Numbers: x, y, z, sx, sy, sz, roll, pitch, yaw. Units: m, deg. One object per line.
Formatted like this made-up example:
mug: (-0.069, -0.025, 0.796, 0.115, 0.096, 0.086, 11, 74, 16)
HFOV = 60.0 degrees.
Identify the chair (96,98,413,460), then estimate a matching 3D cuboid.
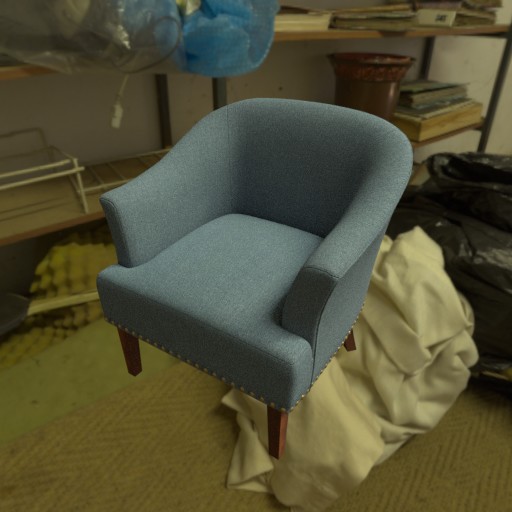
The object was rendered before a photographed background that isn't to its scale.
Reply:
chair: (0.000, 0.000, 1.378, 0.772, 0.815, 0.704, 18, 35, 29)
